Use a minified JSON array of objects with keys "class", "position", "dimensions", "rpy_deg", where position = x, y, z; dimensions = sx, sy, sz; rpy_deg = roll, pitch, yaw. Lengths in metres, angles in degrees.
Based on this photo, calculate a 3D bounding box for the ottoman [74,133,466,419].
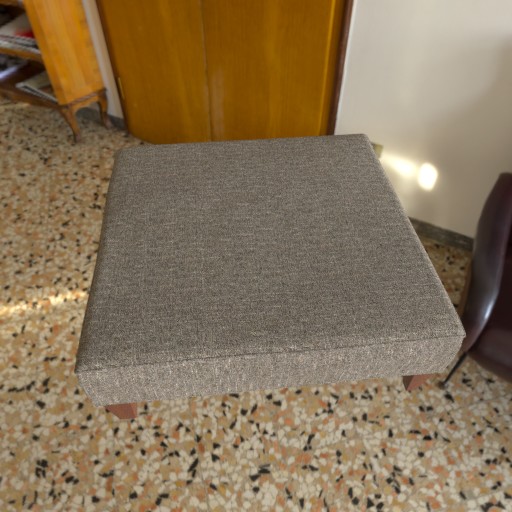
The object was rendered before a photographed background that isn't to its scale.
[{"class":"ottoman","position":[0.000,0.000,1.540],"dimensions":[1.016,0.379,0.981],"rpy_deg":[-4,47,-4]}]
